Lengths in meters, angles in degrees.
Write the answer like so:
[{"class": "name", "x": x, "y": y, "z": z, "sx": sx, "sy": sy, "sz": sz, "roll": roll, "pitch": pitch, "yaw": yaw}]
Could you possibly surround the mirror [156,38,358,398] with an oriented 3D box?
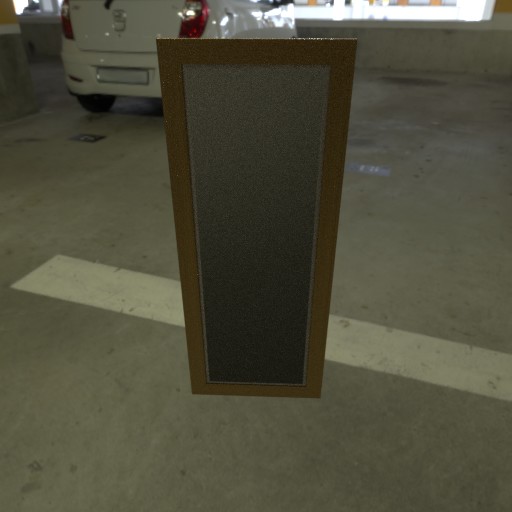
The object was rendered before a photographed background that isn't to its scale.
[{"class": "mirror", "x": 0.000, "y": 0.000, "z": 2.301, "sx": 0.812, "sy": 2.031, "sz": 0.025, "roll": 1, "pitch": 30, "yaw": 2}]
